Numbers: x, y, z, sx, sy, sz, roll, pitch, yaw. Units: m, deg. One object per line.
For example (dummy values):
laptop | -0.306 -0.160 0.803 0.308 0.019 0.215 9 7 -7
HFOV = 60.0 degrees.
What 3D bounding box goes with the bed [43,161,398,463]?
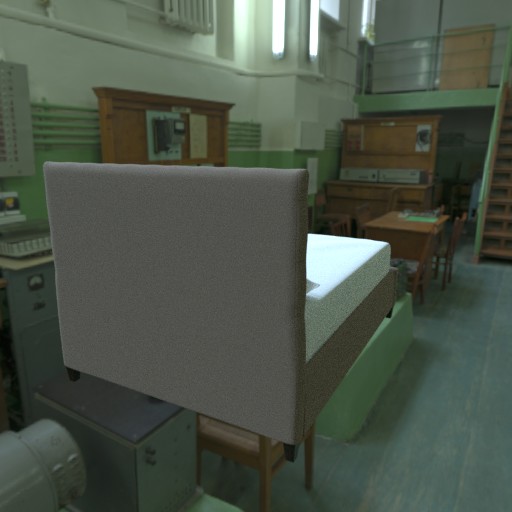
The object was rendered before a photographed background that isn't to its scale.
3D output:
bed | 0.000 0.000 3.321 1.696 1.426 2.233 8 16 28
